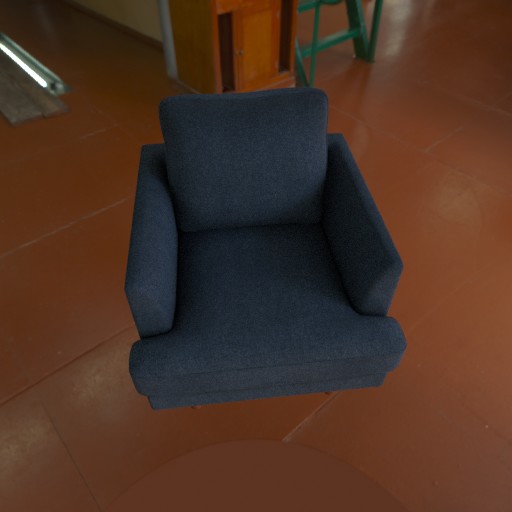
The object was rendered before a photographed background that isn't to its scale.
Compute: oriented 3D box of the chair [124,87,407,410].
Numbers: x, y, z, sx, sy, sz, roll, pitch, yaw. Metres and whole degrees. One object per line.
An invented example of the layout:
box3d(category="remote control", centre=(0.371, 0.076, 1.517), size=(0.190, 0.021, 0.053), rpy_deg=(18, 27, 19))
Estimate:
box3d(category="chair", centre=(0.000, 0.000, 1.621), size=(0.858, 0.957, 0.899), rpy_deg=(-5, 46, -4))
